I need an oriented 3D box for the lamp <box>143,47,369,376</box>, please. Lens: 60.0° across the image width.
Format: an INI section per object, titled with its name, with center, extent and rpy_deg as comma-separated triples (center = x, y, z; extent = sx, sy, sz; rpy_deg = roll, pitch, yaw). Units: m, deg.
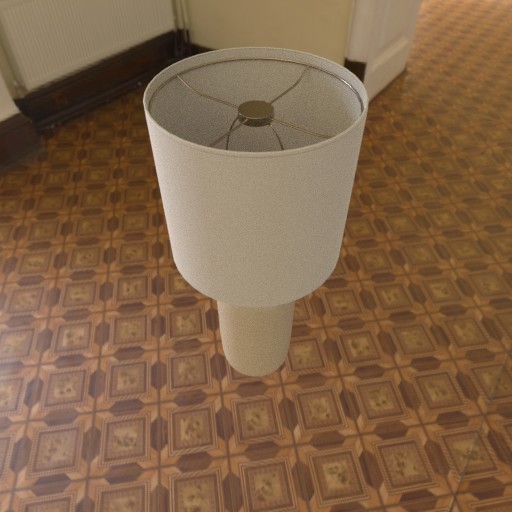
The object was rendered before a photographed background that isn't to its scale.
[lamp]
center = 0.000, 0.000, 0.611
extent = 0.220, 0.475, 0.220
rpy_deg = -32, 54, -27
